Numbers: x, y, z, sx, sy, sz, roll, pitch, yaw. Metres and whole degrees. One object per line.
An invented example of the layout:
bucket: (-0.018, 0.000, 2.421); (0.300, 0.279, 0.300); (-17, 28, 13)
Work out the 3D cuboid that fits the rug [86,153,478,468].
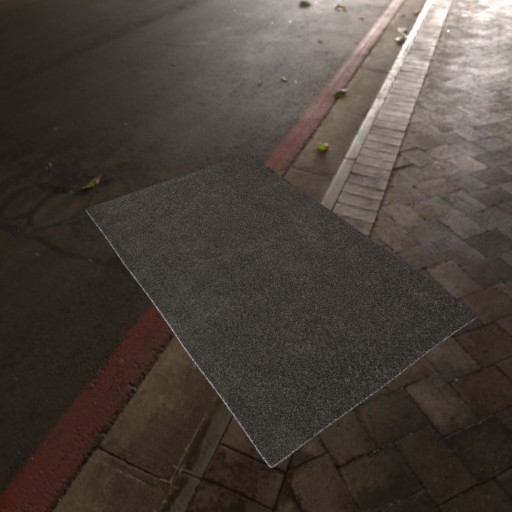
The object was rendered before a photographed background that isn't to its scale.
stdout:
rug: (0.000, 0.000, 2.959); (1.502, 0.025, 2.350); (-25, 47, -26)
